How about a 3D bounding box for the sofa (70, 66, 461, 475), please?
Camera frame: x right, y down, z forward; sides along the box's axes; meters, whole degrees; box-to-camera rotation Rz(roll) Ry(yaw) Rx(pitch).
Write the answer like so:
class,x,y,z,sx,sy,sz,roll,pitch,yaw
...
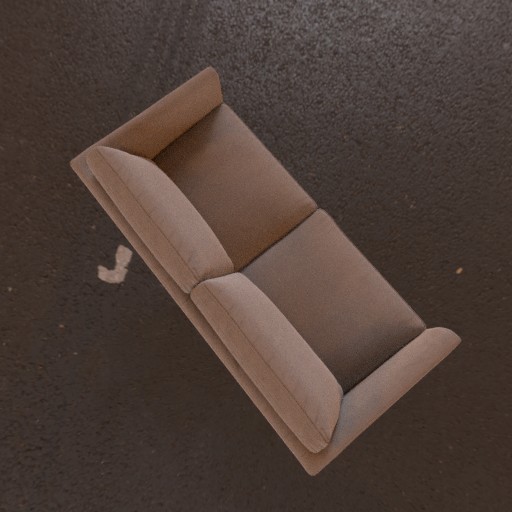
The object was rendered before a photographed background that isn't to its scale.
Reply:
class,x,y,z,sx,sy,sz,roll,pitch,yaw
sofa,0.000,0.000,2.737,1.090,0.838,2.588,-38,79,-9
